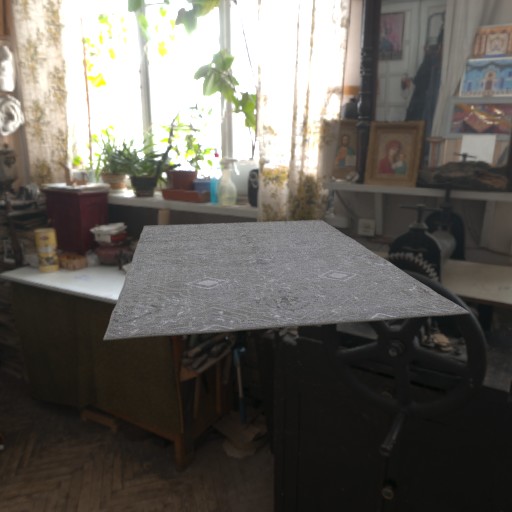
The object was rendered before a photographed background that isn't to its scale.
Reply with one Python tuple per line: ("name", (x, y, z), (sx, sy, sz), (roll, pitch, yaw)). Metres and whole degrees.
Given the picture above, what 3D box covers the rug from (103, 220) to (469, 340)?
("rug", (0.000, 0.000, 4.460), (2.448, 0.020, 3.359), (-3, 16, -9))
